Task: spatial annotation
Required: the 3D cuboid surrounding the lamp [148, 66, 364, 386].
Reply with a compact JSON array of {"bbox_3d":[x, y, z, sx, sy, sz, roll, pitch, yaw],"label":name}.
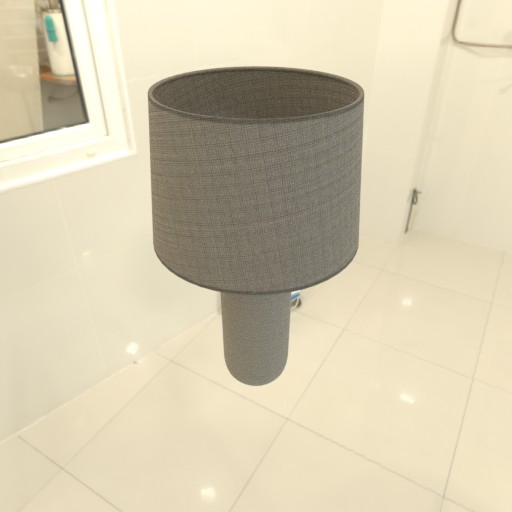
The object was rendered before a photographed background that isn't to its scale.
[{"bbox_3d":[0.000,0.000,0.835,0.367,0.609,0.367,0,34,0],"label":"lamp"}]
